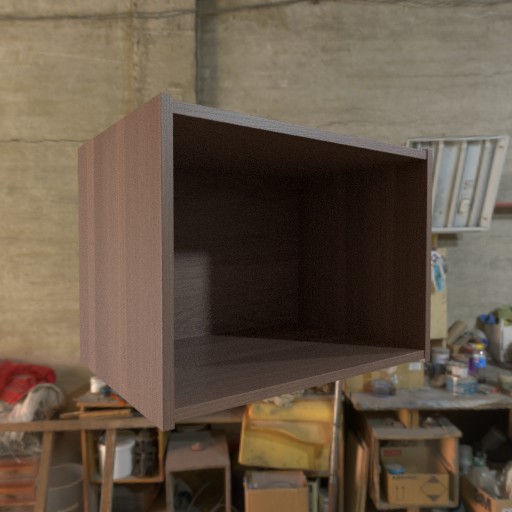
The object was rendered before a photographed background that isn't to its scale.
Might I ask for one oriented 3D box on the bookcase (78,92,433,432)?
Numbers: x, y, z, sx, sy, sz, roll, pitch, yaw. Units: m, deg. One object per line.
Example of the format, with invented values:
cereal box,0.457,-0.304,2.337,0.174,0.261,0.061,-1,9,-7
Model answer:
bookcase,0.000,0.000,0.636,0.415,0.305,0.290,-1,2,-36
